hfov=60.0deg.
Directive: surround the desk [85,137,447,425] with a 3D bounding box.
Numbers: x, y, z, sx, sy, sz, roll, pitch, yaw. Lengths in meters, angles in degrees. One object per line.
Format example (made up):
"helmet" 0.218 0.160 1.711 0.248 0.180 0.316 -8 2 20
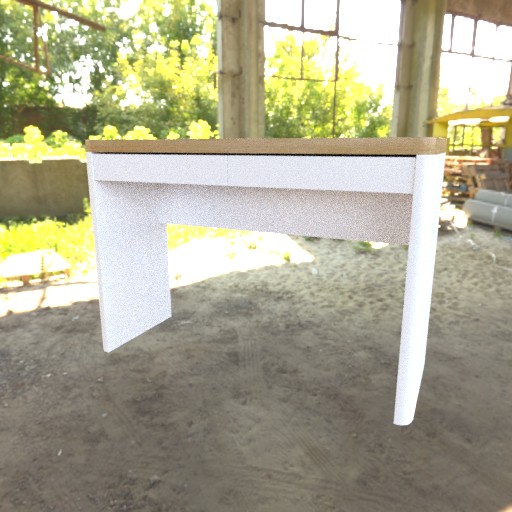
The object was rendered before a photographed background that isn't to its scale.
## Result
"desk" 0.000 0.000 1.494 1.100 0.760 0.390 6 15 24
